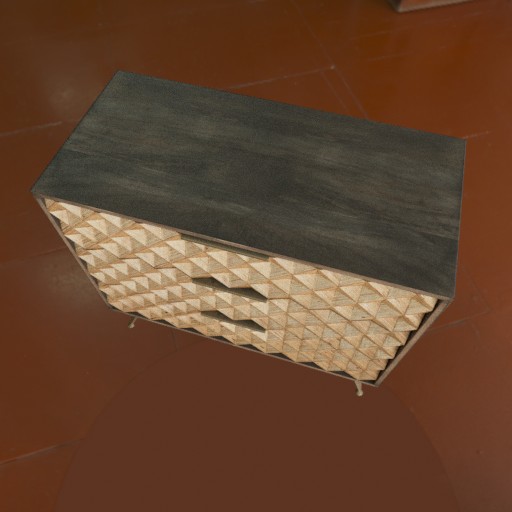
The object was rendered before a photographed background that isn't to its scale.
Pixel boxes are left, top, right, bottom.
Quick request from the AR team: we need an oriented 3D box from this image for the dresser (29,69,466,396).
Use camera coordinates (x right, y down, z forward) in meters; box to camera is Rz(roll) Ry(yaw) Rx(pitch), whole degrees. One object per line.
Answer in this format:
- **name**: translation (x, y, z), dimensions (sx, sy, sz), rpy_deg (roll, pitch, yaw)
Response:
- **dresser**: translation (0.000, 0.000, 1.366), dimensions (0.923, 0.801, 0.453), rpy_deg (14, 60, 9)
